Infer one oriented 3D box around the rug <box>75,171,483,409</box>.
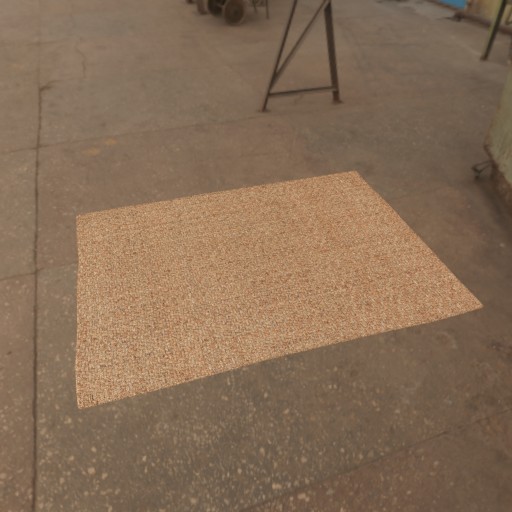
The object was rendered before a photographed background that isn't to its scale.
[{"bbox_3d":[0.000,0.000,2.746,2.141,0.013,1.566,-12,42,-13],"label":"rug"}]
